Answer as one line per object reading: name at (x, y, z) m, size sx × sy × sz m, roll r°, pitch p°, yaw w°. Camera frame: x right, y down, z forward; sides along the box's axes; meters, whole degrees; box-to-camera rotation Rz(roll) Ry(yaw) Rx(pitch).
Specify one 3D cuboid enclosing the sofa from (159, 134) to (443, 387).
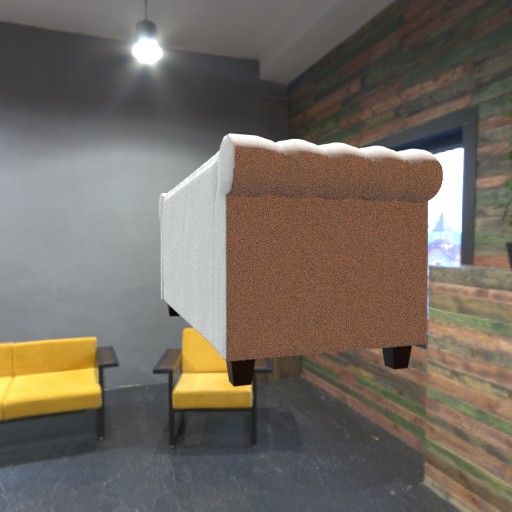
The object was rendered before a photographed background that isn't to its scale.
sofa at (0.000, 0.000, 2.234) m, size 0.771 × 0.796 × 1.798 m, roll 0°, pitch 2°, yaw -19°
